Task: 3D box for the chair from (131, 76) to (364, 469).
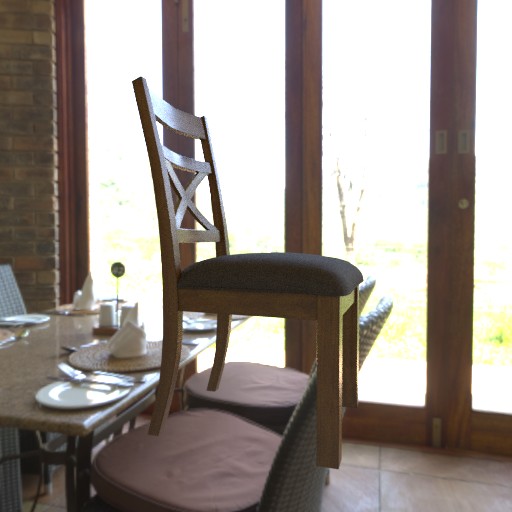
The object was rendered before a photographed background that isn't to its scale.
[{"bbox_3d":[0.000,0.000,1.284,0.581,0.949,0.470,1,2,19],"label":"chair"}]
